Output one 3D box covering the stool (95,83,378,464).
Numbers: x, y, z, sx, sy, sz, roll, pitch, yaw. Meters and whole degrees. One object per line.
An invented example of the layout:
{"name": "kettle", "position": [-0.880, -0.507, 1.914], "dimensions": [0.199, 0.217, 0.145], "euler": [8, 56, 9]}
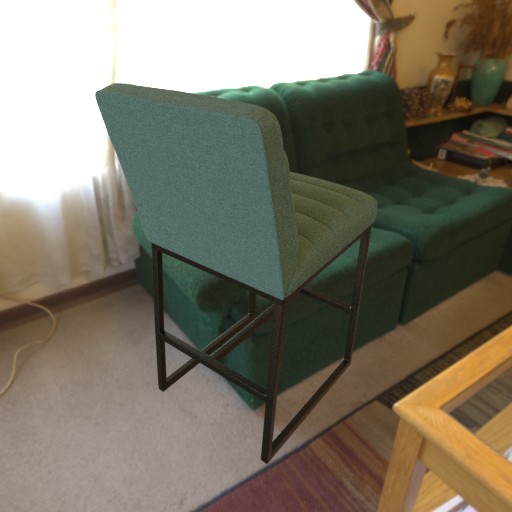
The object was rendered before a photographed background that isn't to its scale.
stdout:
{"name": "stool", "position": [0.000, 0.000, 1.241], "dimensions": [0.460, 0.940, 0.560], "euler": [21, 36, 32]}
